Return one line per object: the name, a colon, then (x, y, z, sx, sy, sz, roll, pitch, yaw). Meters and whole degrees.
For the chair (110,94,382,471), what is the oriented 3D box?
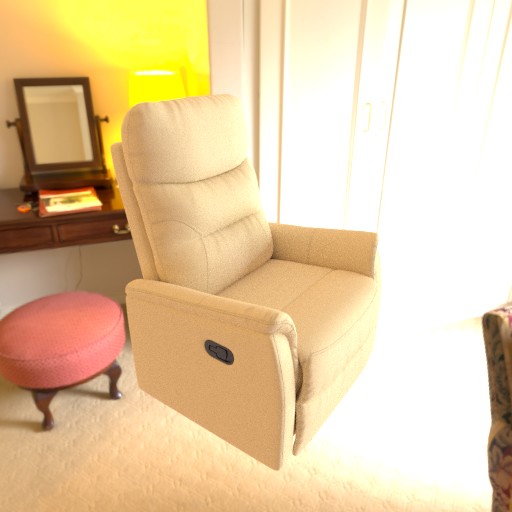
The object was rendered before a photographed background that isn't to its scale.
chair: (0.000, 0.000, 1.632, 0.831, 1.082, 0.775, 17, 30, 32)
